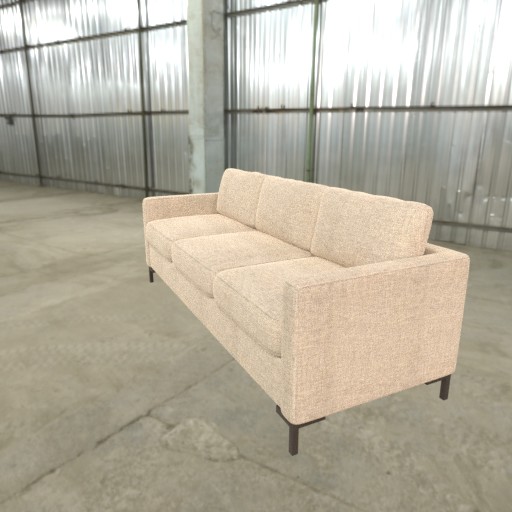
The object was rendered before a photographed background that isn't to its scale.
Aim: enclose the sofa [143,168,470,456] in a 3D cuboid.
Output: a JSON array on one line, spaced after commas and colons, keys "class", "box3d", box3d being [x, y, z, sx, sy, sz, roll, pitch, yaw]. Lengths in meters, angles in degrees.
[{"class": "sofa", "box3d": [0.000, 0.000, 2.615, 0.859, 0.874, 2.218, -8, 18, -25]}]
